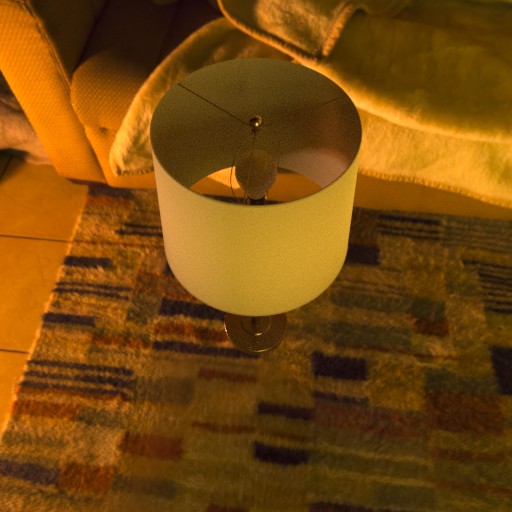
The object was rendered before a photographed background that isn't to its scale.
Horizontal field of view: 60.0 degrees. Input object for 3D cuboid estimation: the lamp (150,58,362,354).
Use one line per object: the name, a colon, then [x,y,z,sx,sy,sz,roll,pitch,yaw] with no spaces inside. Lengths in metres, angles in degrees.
lamp: [0.000,0.000,0.877,0.333,0.696,0.333,0,58,0]
